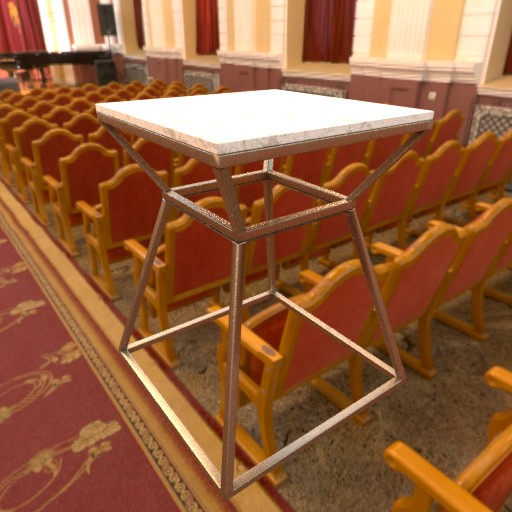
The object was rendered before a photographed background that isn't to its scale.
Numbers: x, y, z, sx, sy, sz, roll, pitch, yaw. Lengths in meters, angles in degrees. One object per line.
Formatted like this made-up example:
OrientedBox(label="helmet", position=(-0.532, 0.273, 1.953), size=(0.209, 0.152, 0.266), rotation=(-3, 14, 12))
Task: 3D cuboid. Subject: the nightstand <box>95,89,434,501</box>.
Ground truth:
OrientedBox(label="nightstand", position=(0.000, 0.000, 0.863), size=(0.455, 0.554, 0.455), rotation=(-18, 32, -32))
